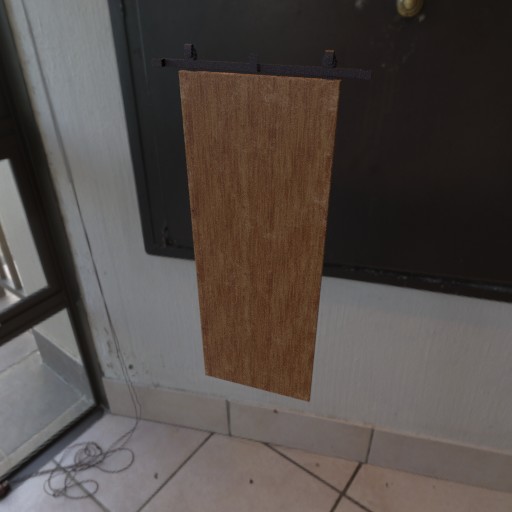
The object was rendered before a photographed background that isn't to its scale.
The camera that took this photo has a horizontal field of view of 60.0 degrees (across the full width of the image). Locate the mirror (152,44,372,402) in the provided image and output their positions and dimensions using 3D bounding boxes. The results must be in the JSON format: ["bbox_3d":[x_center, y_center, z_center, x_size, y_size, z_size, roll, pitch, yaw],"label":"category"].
[{"bbox_3d":[0.000,0.000,2.087,0.847,1.793,0.042,10,34,15],"label":"mirror"}]
